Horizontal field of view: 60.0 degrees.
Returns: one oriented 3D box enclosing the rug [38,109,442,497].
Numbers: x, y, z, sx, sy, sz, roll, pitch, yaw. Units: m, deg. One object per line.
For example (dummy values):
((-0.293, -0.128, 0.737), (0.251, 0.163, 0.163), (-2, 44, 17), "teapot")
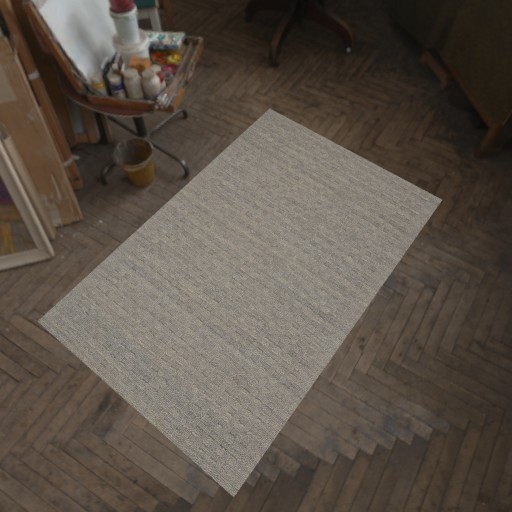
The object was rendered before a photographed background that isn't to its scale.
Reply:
((0.000, 0.000, 2.179), (1.142, 0.006, 1.752), (34, 65, 18), "rug")
